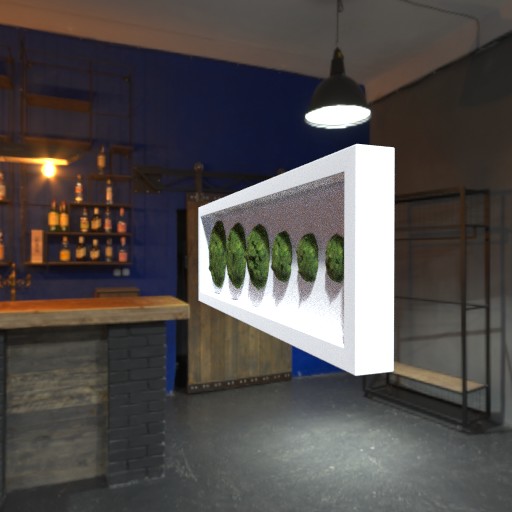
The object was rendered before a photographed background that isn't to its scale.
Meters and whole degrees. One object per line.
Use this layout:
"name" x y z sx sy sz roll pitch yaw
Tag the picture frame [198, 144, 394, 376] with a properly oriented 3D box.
"picture frame" 0.000 0.000 0.842 0.050 0.250 0.759 0 1 -20
